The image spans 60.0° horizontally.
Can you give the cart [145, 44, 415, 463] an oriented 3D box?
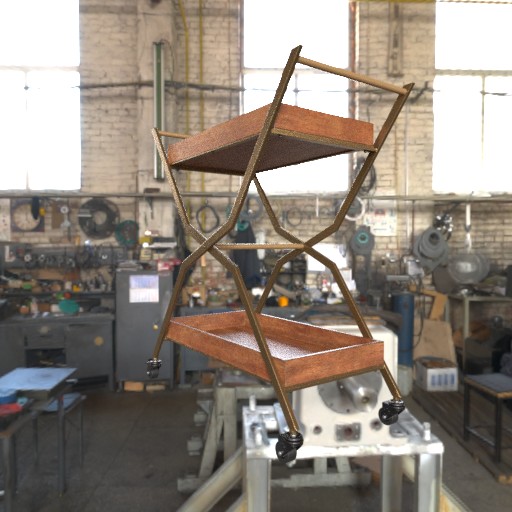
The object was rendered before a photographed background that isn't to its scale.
[{"bbox_3d":[0.000,0.000,1.342,0.405,0.869,0.836,-1,2,-35],"label":"cart"}]
